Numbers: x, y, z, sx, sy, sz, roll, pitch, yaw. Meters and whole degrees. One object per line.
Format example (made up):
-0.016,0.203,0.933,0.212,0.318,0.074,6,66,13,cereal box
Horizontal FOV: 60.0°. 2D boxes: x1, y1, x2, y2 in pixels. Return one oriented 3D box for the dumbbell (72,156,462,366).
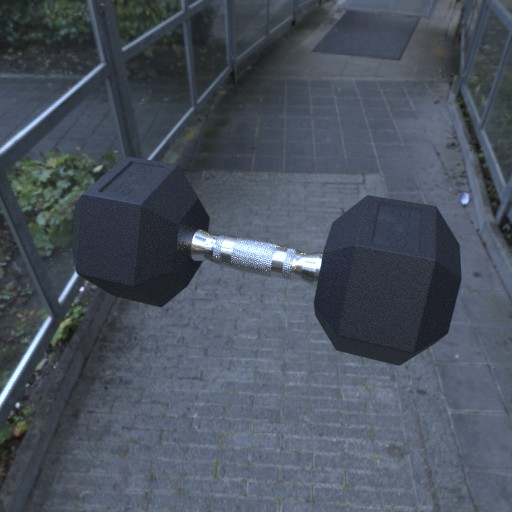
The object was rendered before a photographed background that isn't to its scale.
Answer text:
0.000,0.000,0.410,0.337,0.123,0.142,12,41,13,dumbbell
